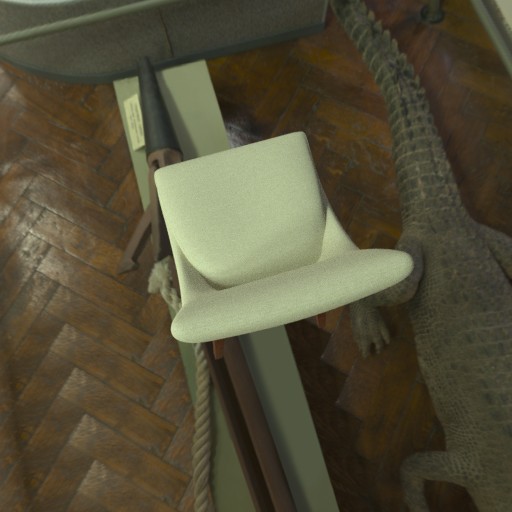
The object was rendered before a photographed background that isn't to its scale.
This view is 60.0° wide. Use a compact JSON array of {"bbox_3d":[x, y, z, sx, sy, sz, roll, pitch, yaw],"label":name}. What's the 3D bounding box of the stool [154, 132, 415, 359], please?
[{"bbox_3d":[0.000,0.000,1.348,0.470,1.097,0.559,-16,74,-5],"label":"stool"}]
